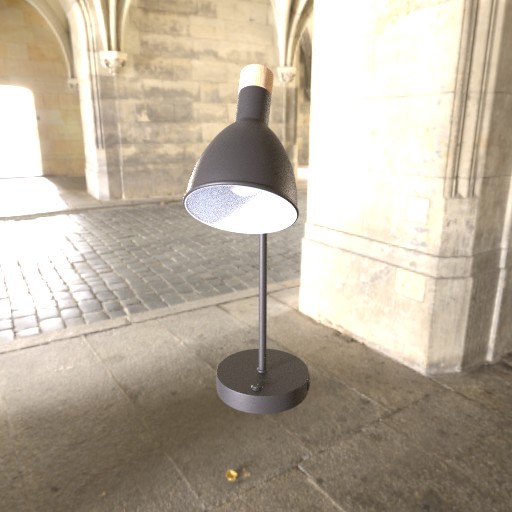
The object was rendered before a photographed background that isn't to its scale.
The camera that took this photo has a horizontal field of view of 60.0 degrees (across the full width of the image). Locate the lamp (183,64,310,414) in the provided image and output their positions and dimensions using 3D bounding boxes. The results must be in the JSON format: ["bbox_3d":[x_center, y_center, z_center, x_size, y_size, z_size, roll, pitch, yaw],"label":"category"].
[{"bbox_3d":[0.000,0.000,0.602,0.152,0.483,0.287,3,16,10],"label":"lamp"}]
